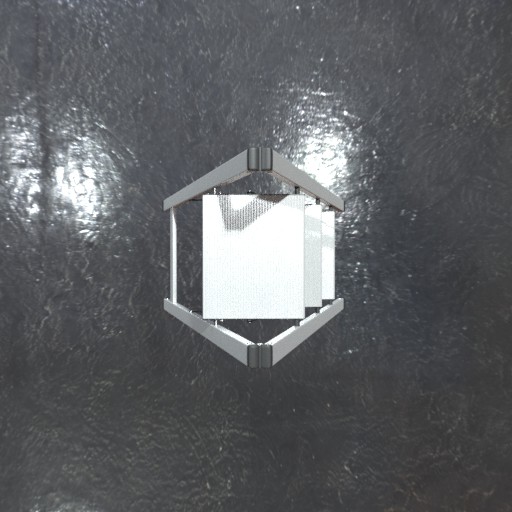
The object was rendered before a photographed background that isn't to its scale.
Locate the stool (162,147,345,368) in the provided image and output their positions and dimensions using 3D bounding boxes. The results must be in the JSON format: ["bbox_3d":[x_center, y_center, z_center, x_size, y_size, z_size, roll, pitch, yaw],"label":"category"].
[{"bbox_3d":[0.000,0.000,1.320,0.730,0.902,0.441,0,91,-1],"label":"stool"}]
